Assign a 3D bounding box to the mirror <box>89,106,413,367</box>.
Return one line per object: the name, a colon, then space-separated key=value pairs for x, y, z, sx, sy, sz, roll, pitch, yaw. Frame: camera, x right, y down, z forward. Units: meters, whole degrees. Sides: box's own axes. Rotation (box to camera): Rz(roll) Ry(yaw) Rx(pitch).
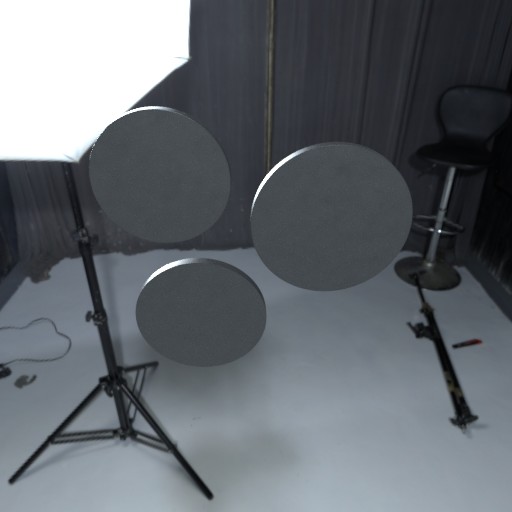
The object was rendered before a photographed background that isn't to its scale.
mirror: x=0.000 y=0.000 z=3.229 sx=2.160 sy=2.096 sz=0.076 roll=-1 pitch=30 yaw=-1
